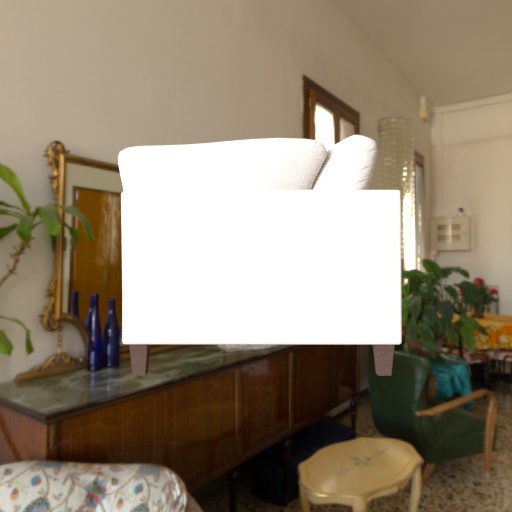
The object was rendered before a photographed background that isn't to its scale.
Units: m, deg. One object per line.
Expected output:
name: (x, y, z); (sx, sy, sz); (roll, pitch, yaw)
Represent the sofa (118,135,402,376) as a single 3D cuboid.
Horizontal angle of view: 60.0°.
sofa: (0.000, 0.000, 2.326); (0.970, 0.836, 1.776); (0, -1, 0)
